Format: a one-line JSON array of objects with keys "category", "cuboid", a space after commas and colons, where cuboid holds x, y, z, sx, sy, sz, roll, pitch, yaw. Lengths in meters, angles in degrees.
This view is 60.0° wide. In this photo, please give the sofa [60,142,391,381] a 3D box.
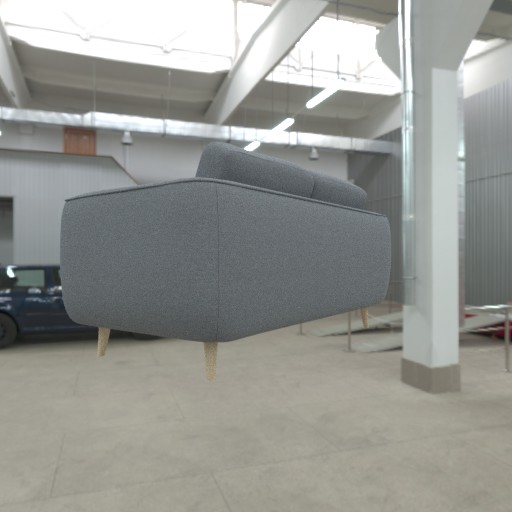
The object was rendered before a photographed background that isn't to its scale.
[{"category": "sofa", "cuboid": [0.000, 0.000, 2.260, 0.920, 0.850, 1.700, 0, 0, 36]}]
